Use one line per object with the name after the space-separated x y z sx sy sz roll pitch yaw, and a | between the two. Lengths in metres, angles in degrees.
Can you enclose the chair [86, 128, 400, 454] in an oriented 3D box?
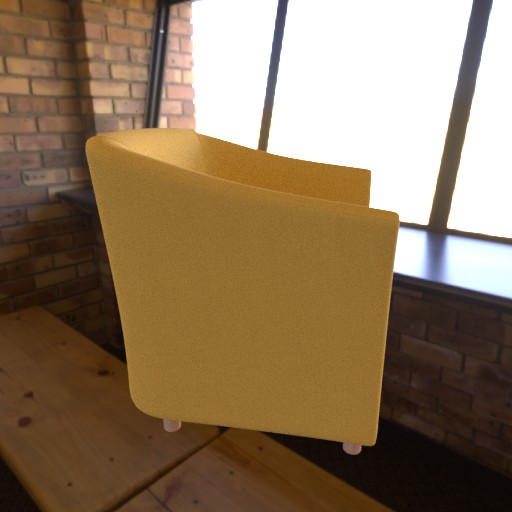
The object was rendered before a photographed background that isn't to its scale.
0.000 0.000 1.307 0.700 0.720 0.790 3 18 10 | chair
